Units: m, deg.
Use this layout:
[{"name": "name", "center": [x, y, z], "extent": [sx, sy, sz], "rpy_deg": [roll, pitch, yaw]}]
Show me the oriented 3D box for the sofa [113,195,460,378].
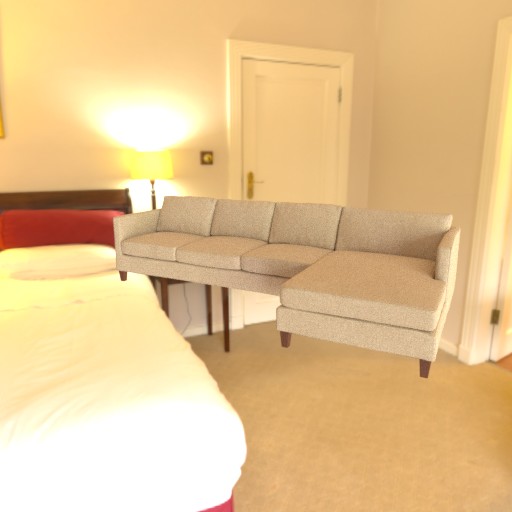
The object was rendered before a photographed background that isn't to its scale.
[{"name": "sofa", "center": [0.000, 0.000, 3.925], "extent": [3.186, 0.846, 1.625], "rpy_deg": [7, 15, 27]}]
